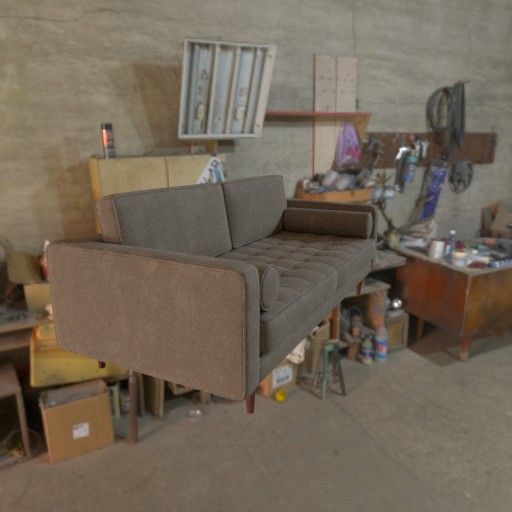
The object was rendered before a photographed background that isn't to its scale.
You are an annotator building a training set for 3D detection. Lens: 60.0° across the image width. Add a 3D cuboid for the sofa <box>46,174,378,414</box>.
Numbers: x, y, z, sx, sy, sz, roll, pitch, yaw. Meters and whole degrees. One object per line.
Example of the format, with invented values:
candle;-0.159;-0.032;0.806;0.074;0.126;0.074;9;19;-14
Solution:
sofa;0.000;0.000;2.358;0.920;0.769;1.883;7;15;27
